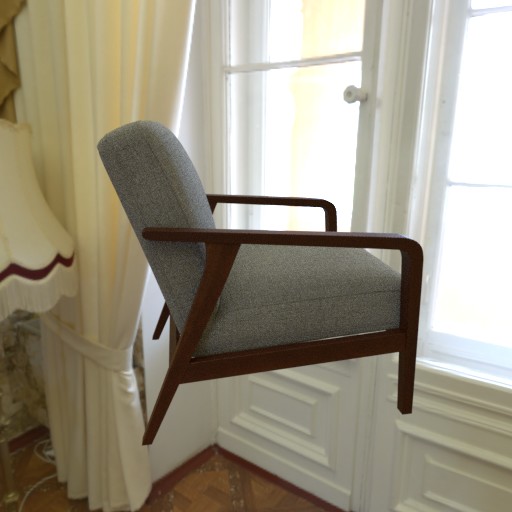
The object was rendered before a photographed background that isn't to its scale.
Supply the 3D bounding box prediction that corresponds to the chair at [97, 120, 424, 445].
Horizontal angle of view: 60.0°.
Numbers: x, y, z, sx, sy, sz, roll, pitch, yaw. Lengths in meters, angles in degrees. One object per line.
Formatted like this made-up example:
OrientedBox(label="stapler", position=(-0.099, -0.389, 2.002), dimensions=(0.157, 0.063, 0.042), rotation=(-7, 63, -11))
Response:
OrientedBox(label="chair", position=(0.000, 0.000, 1.458), dimensions=(0.858, 0.847, 0.704), rotation=(-3, 16, -10))
